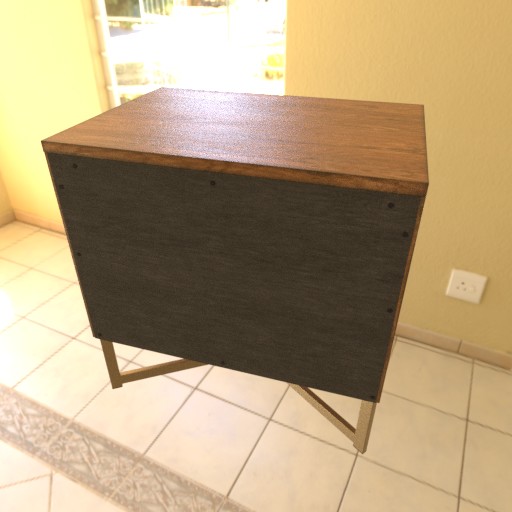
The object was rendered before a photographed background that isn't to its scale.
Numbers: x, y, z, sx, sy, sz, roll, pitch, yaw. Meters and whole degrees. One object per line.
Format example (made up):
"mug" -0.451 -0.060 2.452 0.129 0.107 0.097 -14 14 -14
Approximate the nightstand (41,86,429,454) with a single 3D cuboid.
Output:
"nightstand" 0.000 0.000 0.999 0.610 0.610 0.446 9 34 14
